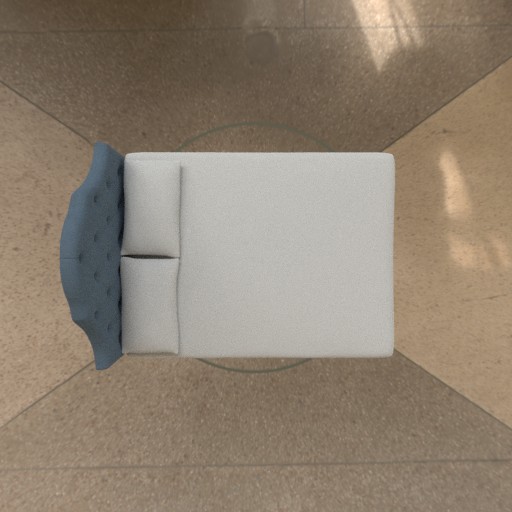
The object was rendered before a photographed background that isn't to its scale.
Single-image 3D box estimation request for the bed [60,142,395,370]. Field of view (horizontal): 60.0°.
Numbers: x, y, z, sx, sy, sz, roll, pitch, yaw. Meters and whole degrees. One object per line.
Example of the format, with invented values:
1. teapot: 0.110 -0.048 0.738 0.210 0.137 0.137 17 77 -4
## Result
1. bed: 0.000 0.000 3.204 2.155 1.575 1.636 0 91 0
